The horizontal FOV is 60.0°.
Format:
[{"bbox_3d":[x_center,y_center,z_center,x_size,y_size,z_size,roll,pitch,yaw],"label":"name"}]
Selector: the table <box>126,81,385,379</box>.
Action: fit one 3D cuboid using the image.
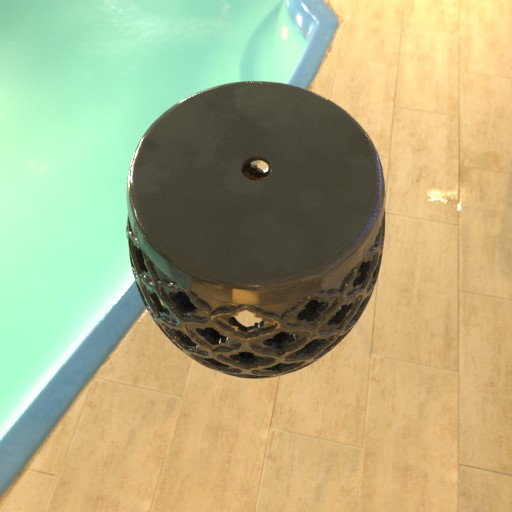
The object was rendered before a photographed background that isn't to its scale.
[{"bbox_3d":[0.000,0.000,0.619,0.325,0.388,0.325,0,63,0],"label":"table"}]
